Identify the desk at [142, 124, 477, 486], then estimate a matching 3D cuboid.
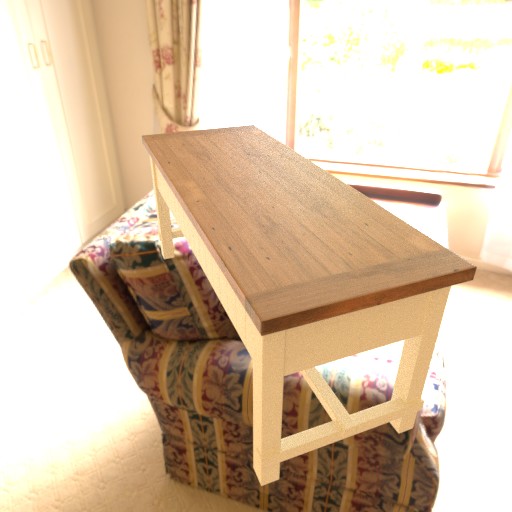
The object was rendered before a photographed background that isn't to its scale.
[{"bbox_3d":[0.000,0.000,2.117,0.688,0.762,1.803,-11,32,-19],"label":"desk"}]
